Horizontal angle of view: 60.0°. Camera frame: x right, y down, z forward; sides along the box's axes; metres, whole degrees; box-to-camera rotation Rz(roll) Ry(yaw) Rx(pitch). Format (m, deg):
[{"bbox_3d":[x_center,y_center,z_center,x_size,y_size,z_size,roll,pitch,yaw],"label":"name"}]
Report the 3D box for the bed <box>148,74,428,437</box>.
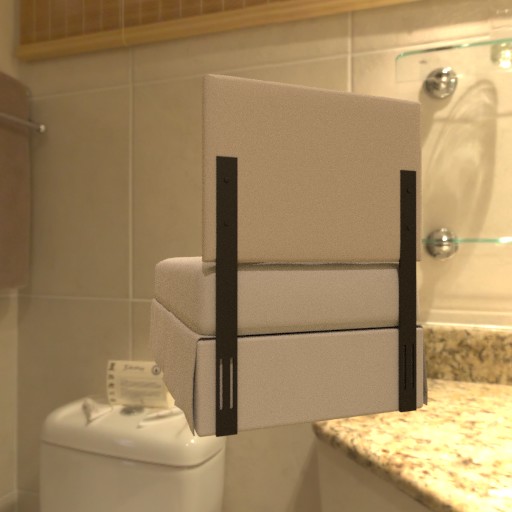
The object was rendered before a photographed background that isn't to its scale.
[{"bbox_3d":[0.000,0.000,3.004,1.261,1.571,1.997,0,0,-19],"label":"bed"}]
